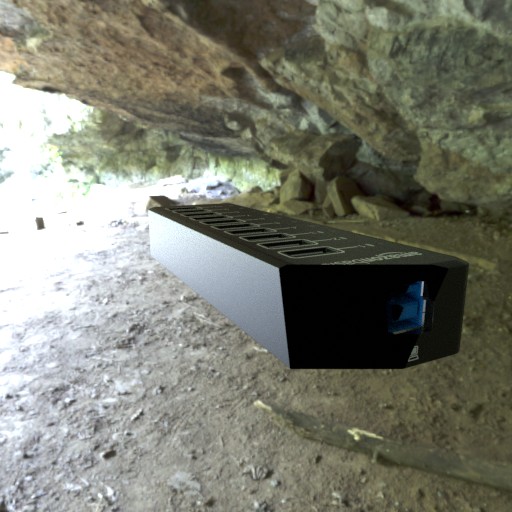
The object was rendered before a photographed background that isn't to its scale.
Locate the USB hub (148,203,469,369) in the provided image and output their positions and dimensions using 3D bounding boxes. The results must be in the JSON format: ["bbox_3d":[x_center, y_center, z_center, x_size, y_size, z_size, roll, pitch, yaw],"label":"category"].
[{"bbox_3d":[0.000,0.000,0.160,0.044,0.023,0.145,-6,14,-26],"label":"USB hub"}]
